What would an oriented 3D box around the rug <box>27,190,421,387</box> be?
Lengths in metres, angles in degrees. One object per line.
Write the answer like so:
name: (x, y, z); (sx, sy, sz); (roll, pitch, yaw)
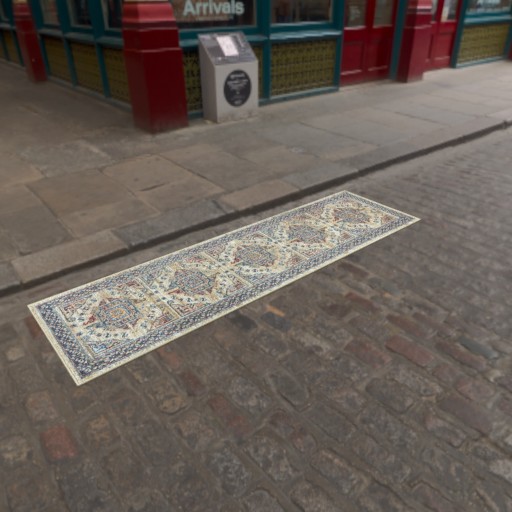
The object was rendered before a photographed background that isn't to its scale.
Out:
rug: (0.000, 0.000, 2.533); (2.297, 0.013, 0.661); (-23, 37, -33)
